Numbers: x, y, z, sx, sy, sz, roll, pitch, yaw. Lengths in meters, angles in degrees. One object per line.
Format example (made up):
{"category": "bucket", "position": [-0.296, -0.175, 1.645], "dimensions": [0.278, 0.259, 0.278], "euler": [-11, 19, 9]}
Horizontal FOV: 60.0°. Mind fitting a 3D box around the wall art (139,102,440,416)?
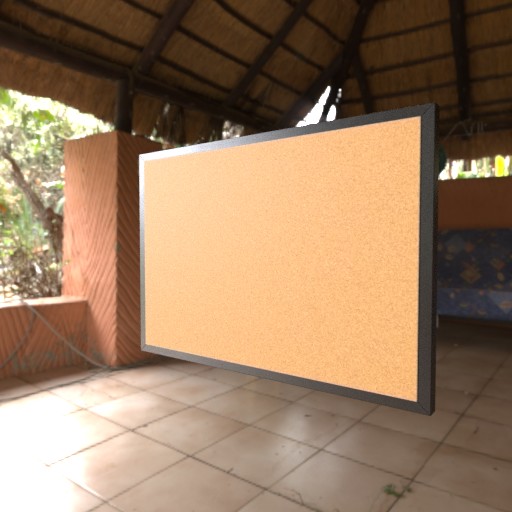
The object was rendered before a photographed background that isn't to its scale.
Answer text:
{"category": "wall art", "position": [0.000, 0.000, 0.849], "dimensions": [0.657, 0.458, 0.027], "euler": [1, 3, 37]}
